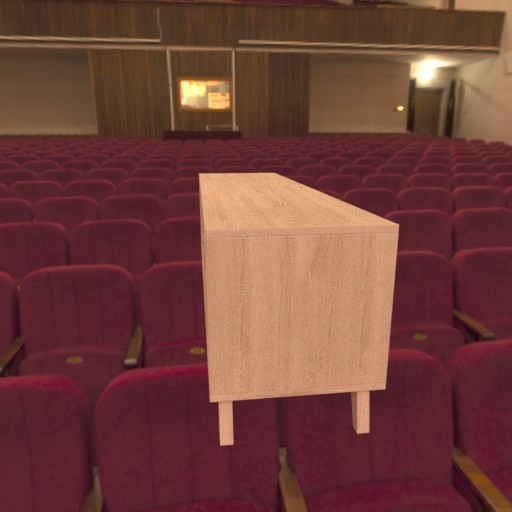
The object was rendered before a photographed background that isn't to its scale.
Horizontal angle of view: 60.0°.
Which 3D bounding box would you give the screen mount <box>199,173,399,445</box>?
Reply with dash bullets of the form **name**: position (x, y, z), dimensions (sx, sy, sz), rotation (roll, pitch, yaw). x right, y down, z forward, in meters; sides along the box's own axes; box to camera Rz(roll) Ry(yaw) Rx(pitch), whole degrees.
- **screen mount**: position (0.000, 0.000, 1.675), dimensions (0.400, 0.510, 1.500), rotation (-2, 15, -7)
